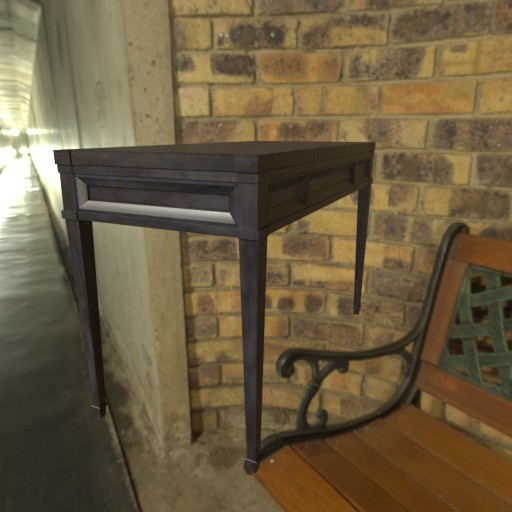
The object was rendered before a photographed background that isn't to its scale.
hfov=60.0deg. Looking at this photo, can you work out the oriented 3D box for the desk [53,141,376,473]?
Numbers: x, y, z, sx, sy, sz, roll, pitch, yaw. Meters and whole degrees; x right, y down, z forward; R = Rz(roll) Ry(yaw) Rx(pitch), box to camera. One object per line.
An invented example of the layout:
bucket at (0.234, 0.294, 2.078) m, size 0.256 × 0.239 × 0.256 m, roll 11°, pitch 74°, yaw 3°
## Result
desk at (0.000, 0.000, 1.769) m, size 0.630 × 0.861 × 1.289 m, roll 7°, pitch 17°, yaw 25°
